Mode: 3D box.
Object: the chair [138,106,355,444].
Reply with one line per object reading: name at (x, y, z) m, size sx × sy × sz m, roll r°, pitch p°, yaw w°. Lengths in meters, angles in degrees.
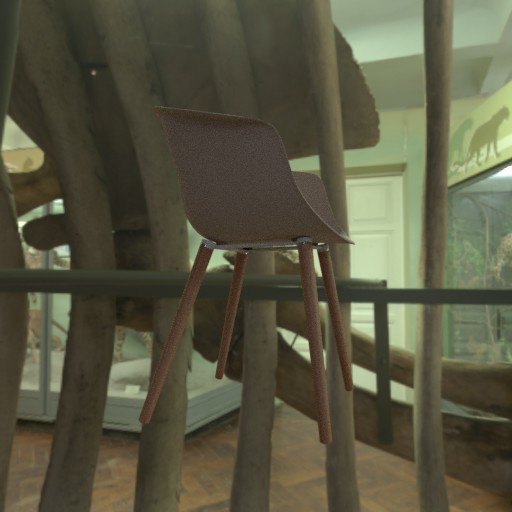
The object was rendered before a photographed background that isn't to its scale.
chair at (0.000, 0.000, 1.176) m, size 0.504 × 0.781 × 0.593 m, roll -1°, pitch -2°, yaw 18°
